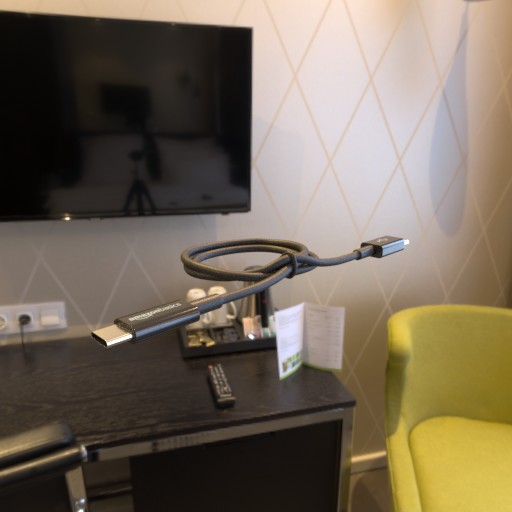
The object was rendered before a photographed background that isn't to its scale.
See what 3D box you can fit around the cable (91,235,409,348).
[{"bbox_3d":[0.000,0.000,0.220,0.070,0.014,0.192,14,21,43],"label":"cable"}]
